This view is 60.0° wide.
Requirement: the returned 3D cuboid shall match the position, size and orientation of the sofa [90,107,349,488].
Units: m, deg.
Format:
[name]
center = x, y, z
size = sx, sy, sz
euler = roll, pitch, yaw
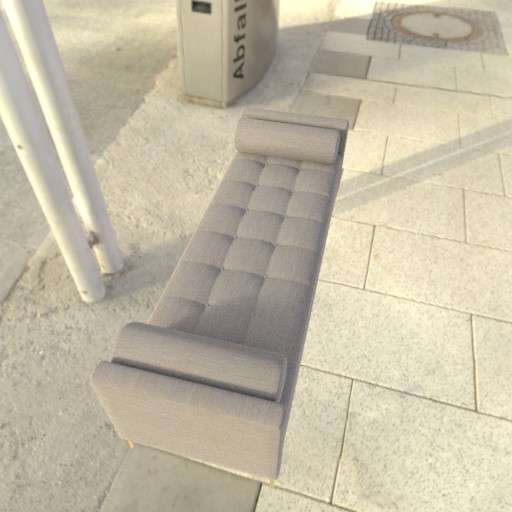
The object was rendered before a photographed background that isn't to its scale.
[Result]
[sofa]
center = 0.000, 0.000, 2.327
size = 0.686, 0.635, 1.981
euler = 10, 47, 10
